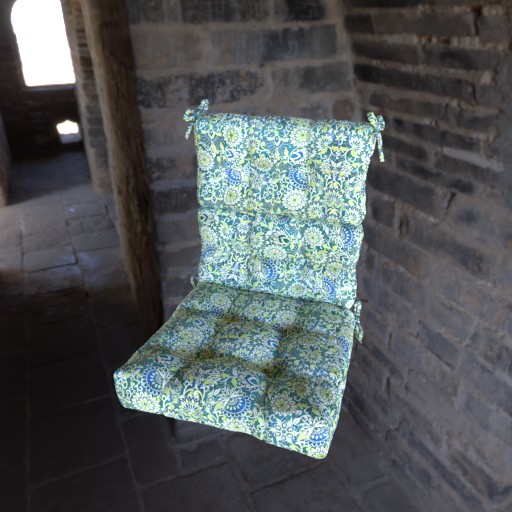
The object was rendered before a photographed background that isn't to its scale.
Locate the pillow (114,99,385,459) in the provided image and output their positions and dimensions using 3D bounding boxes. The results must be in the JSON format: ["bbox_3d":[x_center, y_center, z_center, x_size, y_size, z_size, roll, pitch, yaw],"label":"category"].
[{"bbox_3d":[0.000,0.000,1.026,0.519,0.605,0.571,9,29,16],"label":"pillow"}]
